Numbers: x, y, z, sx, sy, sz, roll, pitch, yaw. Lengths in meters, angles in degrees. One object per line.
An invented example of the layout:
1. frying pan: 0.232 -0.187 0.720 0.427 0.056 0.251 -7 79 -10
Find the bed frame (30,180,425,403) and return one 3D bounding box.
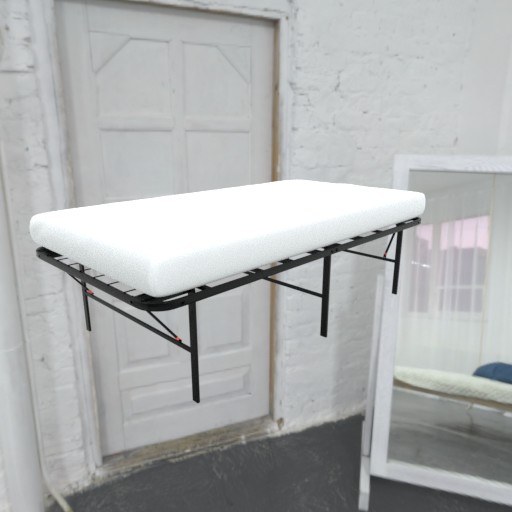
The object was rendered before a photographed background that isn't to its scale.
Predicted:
1. bed frame: 0.000 0.000 2.344 0.989 0.619 1.903 15 22 42
